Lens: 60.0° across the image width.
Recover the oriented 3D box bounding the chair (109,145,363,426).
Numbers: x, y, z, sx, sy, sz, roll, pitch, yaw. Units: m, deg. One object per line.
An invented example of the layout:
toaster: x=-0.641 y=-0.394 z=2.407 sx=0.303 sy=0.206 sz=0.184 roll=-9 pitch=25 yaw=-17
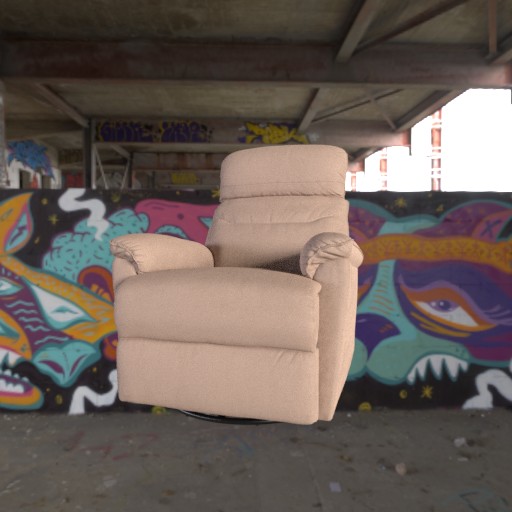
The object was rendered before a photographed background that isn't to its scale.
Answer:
chair: x=0.000 y=0.000 z=1.742 sx=0.820 sy=1.037 sz=1.004 roll=0 pitch=1 yaw=18
